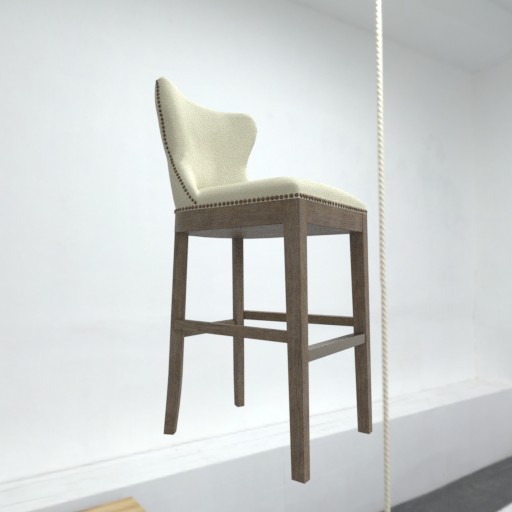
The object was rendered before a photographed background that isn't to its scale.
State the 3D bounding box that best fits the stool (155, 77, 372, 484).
[{"bbox_3d":[0.000,0.000,1.431,0.606,1.123,0.494,-1,-2,37],"label":"stool"}]
